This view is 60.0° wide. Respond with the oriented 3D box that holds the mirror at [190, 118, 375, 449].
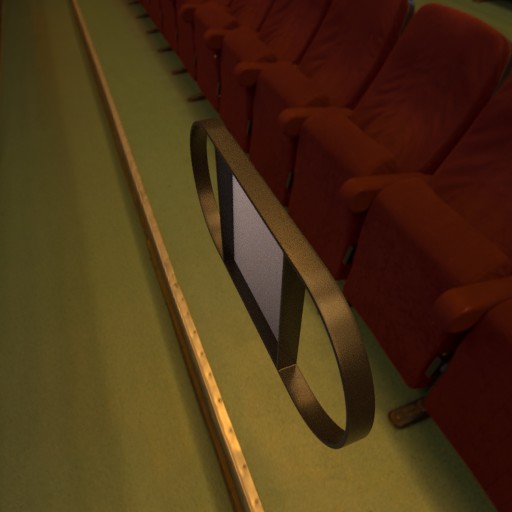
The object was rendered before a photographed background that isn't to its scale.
[{"bbox_3d":[0.000,0.000,0.665,0.032,0.254,0.584,-16,47,-16],"label":"mirror"}]
